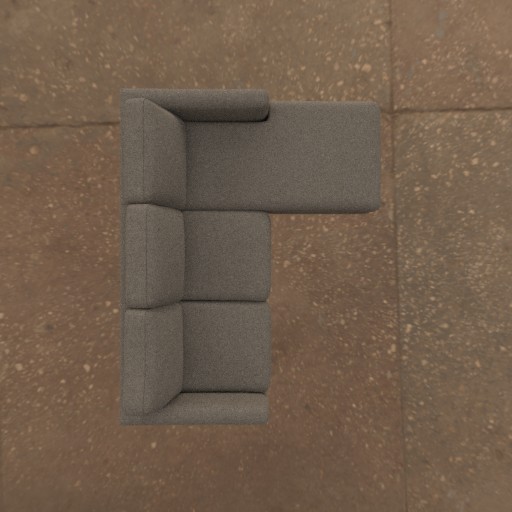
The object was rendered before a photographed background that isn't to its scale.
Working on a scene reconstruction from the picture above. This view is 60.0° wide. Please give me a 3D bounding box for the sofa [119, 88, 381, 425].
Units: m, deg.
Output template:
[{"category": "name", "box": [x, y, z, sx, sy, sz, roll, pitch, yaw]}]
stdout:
[{"category": "sofa", "box": [0.000, 0.000, 2.915, 1.667, 0.957, 2.055, 0, 90, -1]}]
